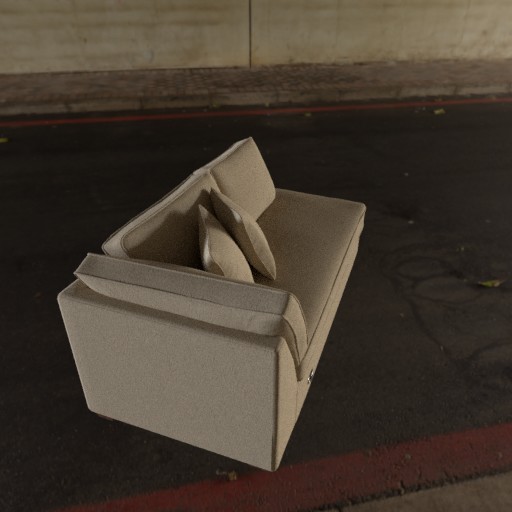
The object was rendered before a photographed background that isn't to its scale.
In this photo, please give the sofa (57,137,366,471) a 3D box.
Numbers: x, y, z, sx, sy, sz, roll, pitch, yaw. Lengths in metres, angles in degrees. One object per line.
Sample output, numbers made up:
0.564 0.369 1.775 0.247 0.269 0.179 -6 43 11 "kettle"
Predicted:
0.000 0.000 2.867 1.110 1.033 2.237 11 33 18 "sofa"
